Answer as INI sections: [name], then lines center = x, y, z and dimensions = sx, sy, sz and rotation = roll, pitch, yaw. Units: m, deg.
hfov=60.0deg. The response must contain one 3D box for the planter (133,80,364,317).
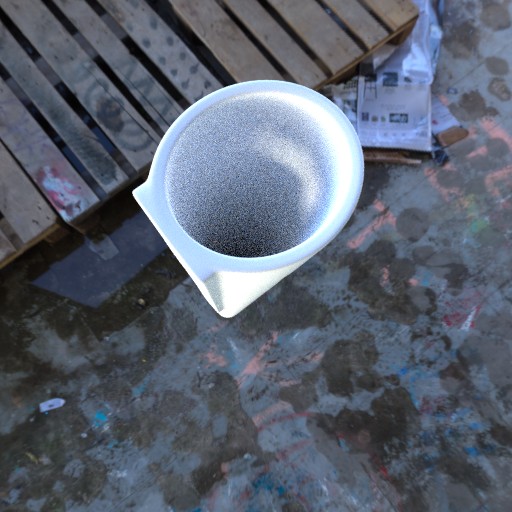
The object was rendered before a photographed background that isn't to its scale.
[planter]
center = 0.000, 0.000, 0.219
dimensions = 0.064, 0.193, 0.057
rotation = -37, 79, -9
